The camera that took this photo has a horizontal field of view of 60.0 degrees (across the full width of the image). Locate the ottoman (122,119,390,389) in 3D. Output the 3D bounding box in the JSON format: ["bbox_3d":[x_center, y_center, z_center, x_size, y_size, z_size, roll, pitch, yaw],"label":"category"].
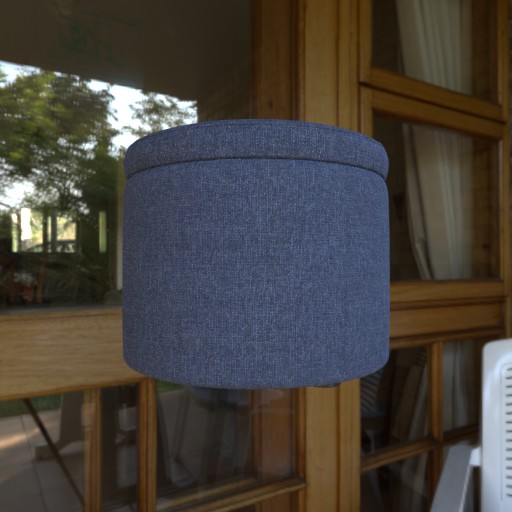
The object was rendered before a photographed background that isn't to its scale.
[{"bbox_3d":[0.000,0.000,0.901,0.520,0.430,0.520,0,-1,0],"label":"ottoman"}]
